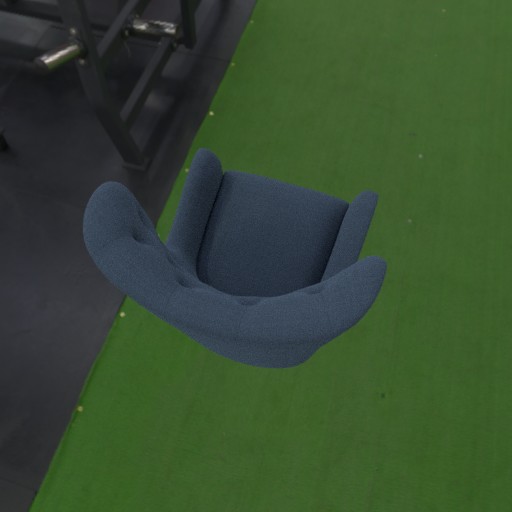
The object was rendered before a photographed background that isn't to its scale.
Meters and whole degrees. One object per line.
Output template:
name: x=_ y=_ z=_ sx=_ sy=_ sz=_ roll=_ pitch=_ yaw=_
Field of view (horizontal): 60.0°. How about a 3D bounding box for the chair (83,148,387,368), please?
chair: x=0.000 y=0.000 z=1.734 sx=0.831 sy=1.079 sz=0.930 roll=16 pitch=64 yaw=8
